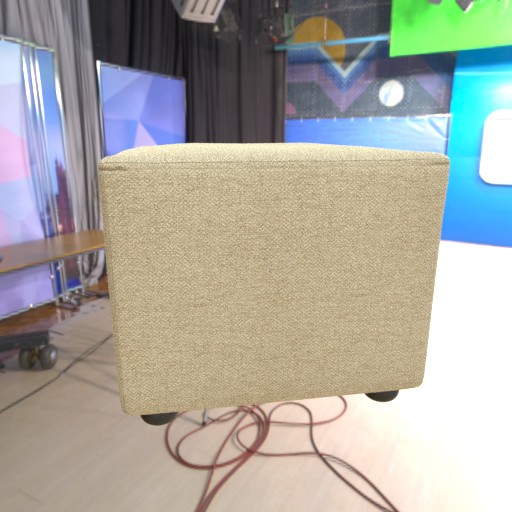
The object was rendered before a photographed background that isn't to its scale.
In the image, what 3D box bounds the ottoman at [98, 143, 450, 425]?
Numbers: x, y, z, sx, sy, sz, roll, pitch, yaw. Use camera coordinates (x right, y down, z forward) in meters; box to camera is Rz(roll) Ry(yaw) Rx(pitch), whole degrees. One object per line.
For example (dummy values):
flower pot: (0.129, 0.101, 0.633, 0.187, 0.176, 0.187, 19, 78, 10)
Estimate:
ottoman: (0.000, 0.000, 0.882, 0.508, 0.432, 0.508, -3, 16, -9)
